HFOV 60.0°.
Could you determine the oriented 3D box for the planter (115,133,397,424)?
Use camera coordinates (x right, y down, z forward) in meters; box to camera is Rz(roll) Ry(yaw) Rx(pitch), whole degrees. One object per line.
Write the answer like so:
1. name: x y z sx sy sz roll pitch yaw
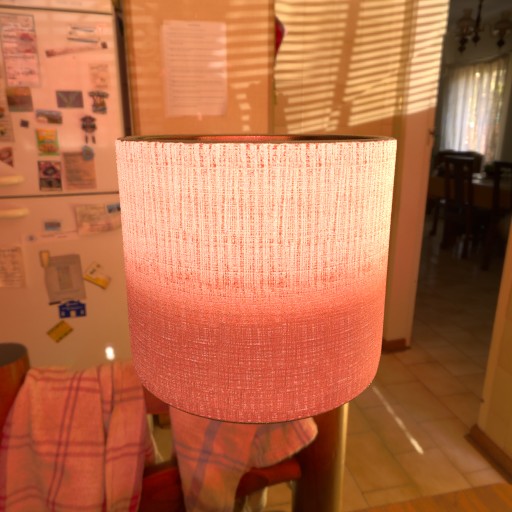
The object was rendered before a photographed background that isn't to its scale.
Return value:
1. planter: 0.000 0.000 0.384 0.221 0.201 0.221 0 17 0
